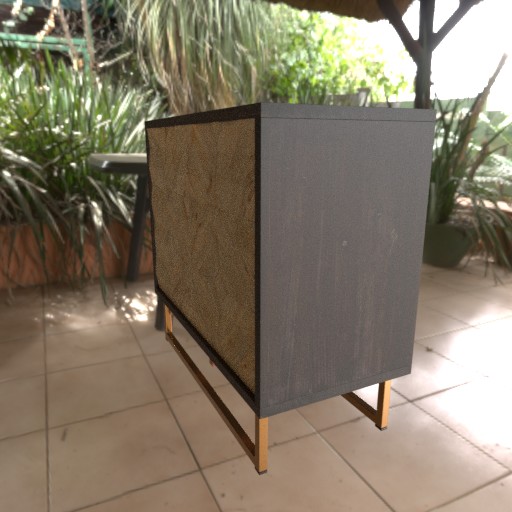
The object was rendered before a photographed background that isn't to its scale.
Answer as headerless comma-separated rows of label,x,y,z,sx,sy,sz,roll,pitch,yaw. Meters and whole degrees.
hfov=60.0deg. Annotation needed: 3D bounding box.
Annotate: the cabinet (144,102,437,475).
cabinet,0.000,0.000,1.433,0.451,0.860,0.950,-7,16,-25
